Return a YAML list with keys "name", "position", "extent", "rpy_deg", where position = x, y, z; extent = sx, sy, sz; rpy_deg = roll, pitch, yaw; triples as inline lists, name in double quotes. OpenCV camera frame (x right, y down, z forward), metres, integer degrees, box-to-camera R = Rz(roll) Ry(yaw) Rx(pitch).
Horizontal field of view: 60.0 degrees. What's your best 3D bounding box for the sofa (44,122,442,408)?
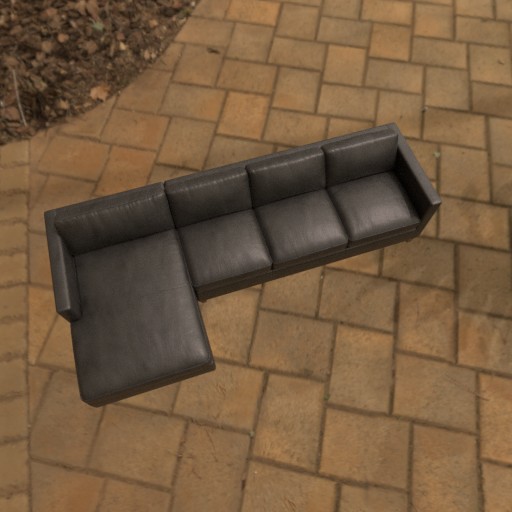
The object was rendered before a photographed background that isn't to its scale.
- name: "sofa"
  position: [0.000, 0.000, 3.818]
  extent: [3.203, 0.883, 1.581]
  rpy_deg: [-16, 65, -8]
